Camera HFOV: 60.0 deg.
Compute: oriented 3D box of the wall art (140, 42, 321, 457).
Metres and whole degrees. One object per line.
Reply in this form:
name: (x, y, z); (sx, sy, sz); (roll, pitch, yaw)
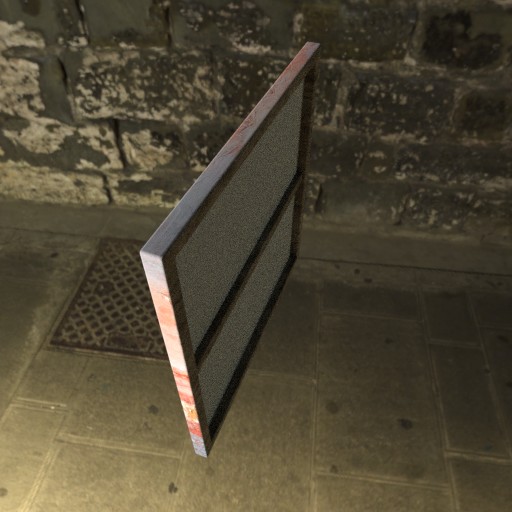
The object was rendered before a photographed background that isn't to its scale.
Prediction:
wall art: (0.000, 0.000, 1.089); (0.035, 0.747, 0.747); (16, 49, 15)
